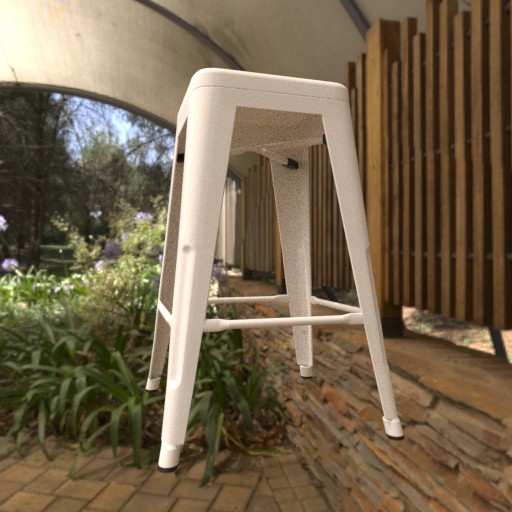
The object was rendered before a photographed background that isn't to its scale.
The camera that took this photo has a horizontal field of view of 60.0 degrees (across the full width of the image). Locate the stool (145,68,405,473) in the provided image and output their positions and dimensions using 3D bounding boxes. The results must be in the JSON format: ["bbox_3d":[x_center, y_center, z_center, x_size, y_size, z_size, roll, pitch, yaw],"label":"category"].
[{"bbox_3d":[0.000,0.000,0.872,0.406,0.610,0.406,0,0,-17],"label":"stool"}]
